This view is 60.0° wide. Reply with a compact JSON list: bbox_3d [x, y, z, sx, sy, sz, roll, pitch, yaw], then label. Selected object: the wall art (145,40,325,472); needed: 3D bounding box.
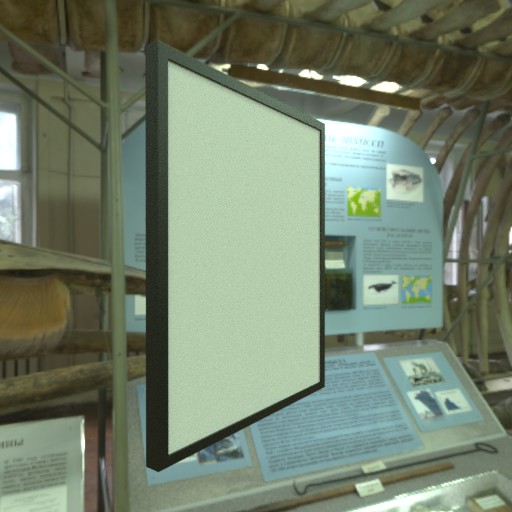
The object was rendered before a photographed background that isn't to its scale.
[{"bbox_3d":[0.000,0.000,0.543,0.018,0.397,0.325,0,0,37],"label":"wall art"}]
